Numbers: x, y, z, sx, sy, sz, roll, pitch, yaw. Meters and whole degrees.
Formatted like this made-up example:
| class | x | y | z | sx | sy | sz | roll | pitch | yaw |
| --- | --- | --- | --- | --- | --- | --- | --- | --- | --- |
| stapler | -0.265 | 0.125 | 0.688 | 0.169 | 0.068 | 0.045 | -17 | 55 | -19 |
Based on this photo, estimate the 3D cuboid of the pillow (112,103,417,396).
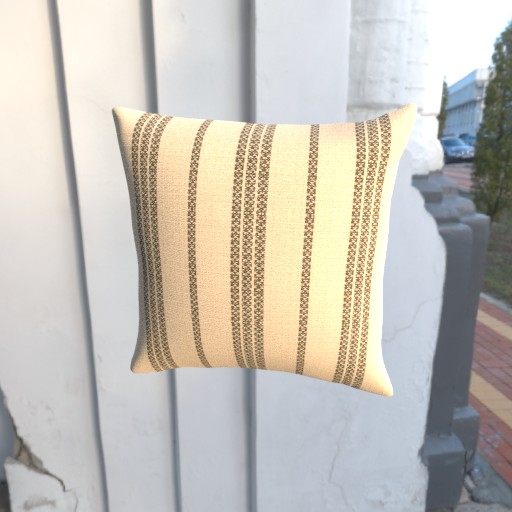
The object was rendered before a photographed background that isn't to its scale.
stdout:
| class | x | y | z | sx | sy | sz | roll | pitch | yaw |
| --- | --- | --- | --- | --- | --- | --- | --- | --- | --- |
| pillow | 0.000 | 0.000 | 0.628 | 0.405 | 0.406 | 0.173 | 2 | 15 | 9 |
